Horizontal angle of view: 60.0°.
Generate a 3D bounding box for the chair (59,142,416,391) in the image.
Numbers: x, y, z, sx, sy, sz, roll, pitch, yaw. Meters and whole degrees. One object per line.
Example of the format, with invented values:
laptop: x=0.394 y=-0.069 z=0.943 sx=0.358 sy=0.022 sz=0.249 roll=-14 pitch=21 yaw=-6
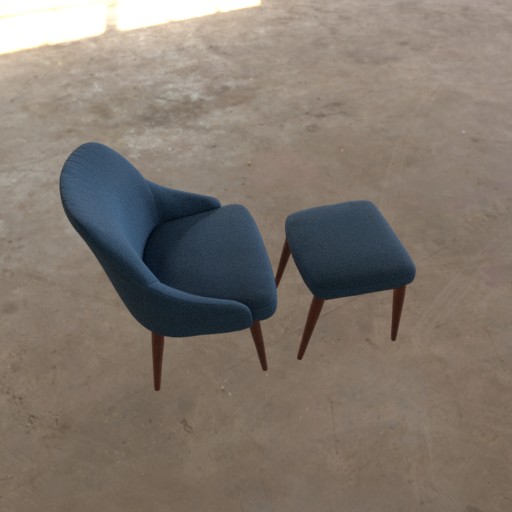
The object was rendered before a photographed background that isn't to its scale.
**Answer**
chair: x=0.000 y=0.000 z=1.611 sx=1.114 sy=0.866 sz=0.584 roll=-9 pitch=46 yaw=-9
